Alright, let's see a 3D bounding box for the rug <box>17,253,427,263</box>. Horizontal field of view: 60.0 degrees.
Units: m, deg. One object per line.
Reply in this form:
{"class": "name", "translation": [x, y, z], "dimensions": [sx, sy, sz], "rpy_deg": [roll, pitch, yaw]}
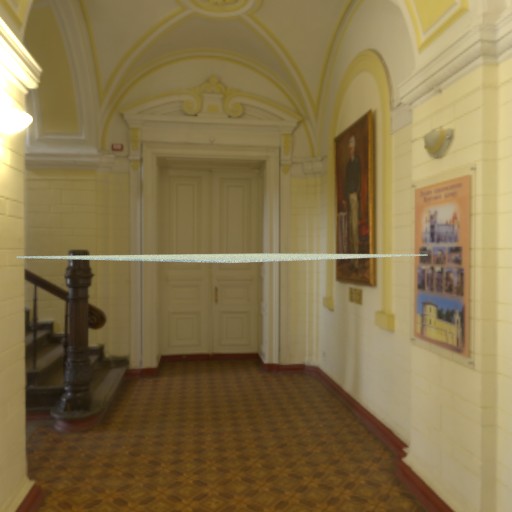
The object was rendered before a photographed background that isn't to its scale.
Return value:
{"class": "rug", "translation": [0.000, 0.000, 2.177], "dimensions": [1.142, 0.006, 1.752], "rpy_deg": [1, 1, 37]}
